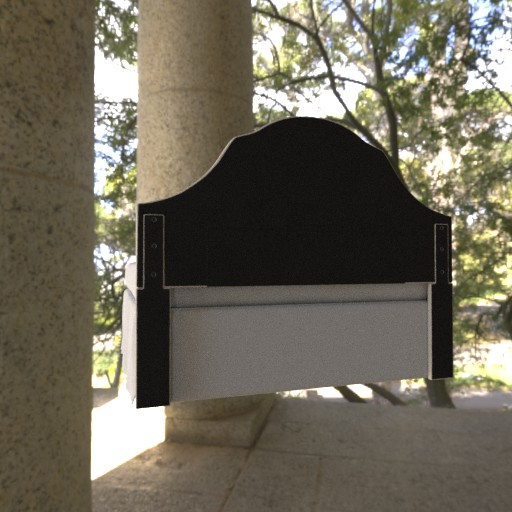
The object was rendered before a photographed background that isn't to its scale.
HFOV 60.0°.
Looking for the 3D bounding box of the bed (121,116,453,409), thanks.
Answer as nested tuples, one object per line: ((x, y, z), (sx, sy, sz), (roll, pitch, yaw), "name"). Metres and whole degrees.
((0.000, 0.000, 3.484), (2.012, 1.555, 2.086), (0, -1, -18), "bed")
